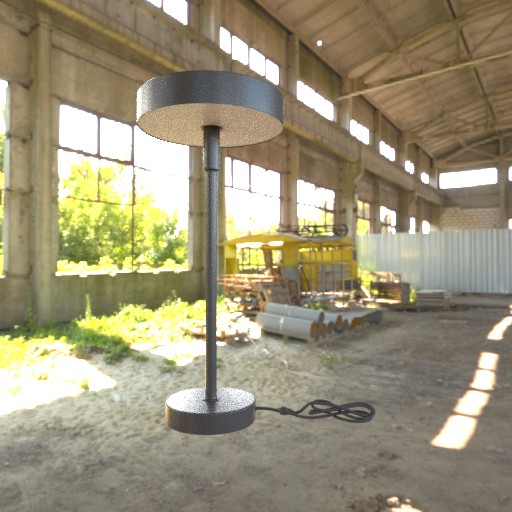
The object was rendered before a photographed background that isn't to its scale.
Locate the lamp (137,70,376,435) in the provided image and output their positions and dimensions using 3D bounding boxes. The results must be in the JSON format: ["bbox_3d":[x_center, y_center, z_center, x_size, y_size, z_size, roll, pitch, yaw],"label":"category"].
[{"bbox_3d":[0.000,0.000,0.699,0.369,0.508,0.229,0,-1,0],"label":"lamp"}]
